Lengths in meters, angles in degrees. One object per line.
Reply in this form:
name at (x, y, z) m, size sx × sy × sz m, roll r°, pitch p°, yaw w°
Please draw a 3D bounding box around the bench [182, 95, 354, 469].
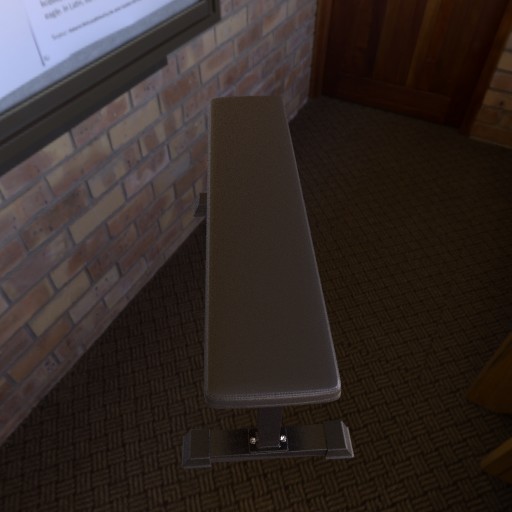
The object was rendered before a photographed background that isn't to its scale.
bench at (0.000, 0.000, 1.300) m, size 0.439 × 0.453 × 1.072 m, roll -3°, pitch 48°, yaw -2°
